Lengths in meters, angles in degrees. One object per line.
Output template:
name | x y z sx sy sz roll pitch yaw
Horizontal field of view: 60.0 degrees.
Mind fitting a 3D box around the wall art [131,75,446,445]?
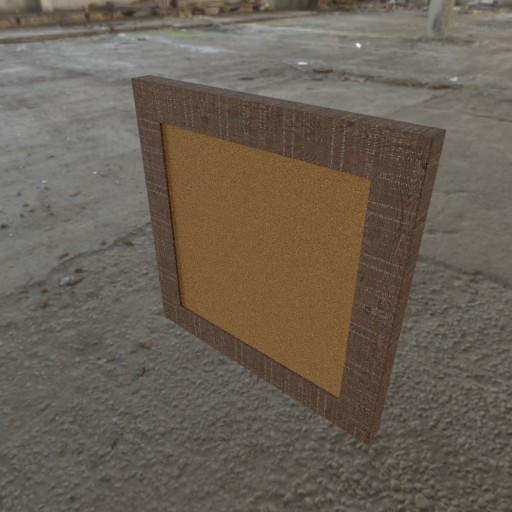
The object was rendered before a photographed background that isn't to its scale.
wall art | 0.000 0.000 0.775 0.531 0.531 0.040 24 39 33
